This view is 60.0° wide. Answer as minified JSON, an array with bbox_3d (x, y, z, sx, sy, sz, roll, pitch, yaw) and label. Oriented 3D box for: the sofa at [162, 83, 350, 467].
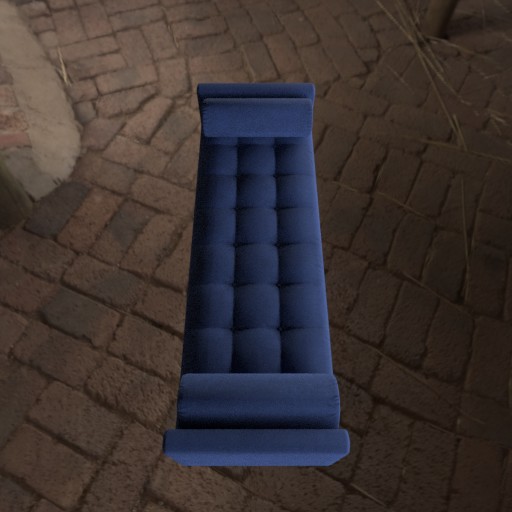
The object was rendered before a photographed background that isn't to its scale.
[{"bbox_3d":[0.000,0.000,2.340,0.686,0.635,1.981,0,60,0],"label":"sofa"}]
